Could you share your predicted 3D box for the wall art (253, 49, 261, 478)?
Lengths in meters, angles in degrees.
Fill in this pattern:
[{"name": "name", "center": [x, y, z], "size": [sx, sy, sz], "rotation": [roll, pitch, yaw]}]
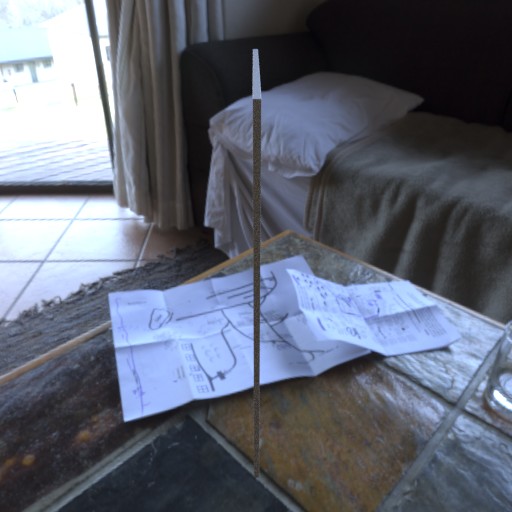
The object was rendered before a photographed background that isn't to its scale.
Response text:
[{"name": "wall art", "center": [0.000, 0.000, 1.185], "size": [0.013, 0.940, 0.659], "rotation": [0, 31, 0]}]
